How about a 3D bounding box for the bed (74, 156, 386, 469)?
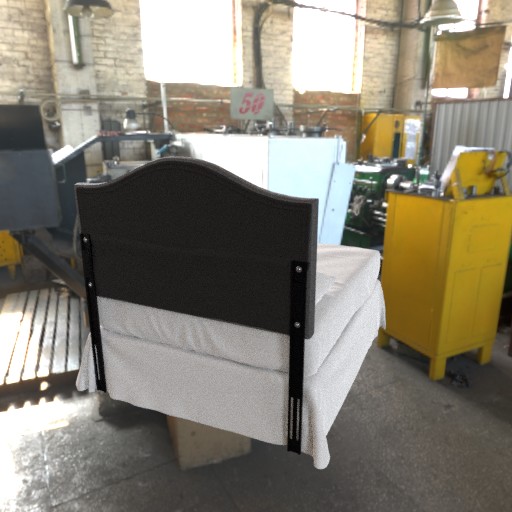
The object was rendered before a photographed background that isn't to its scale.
[{"bbox_3d":[0.000,0.000,3.521,1.876,1.645,2.221,7,17,24],"label":"bed"}]
